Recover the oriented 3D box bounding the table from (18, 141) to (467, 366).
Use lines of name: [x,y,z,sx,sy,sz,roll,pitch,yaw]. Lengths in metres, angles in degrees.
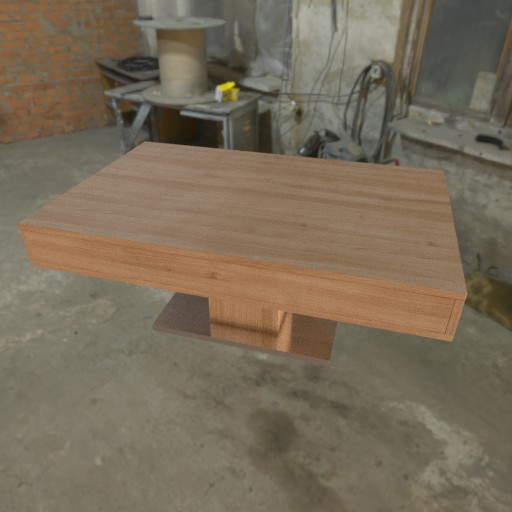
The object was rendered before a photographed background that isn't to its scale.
table: [0.000,0.000,1.436,1.100,0.440,0.700,9,34,13]
